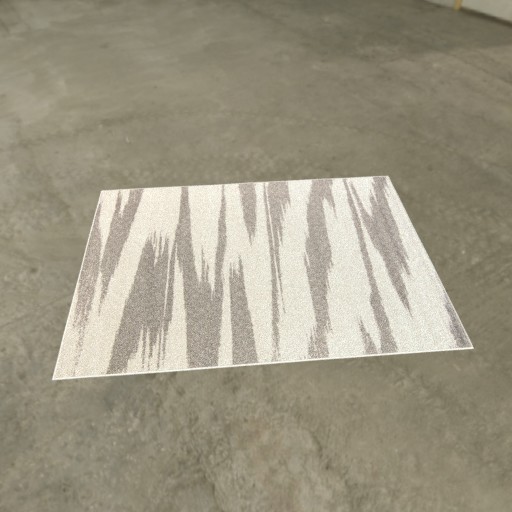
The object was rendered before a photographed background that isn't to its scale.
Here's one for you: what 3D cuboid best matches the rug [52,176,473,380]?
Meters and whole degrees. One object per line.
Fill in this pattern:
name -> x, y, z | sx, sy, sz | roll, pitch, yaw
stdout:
rug -> 0.000, 0.000, 2.766 | 2.142, 0.010, 1.533 | -3, 46, -3
